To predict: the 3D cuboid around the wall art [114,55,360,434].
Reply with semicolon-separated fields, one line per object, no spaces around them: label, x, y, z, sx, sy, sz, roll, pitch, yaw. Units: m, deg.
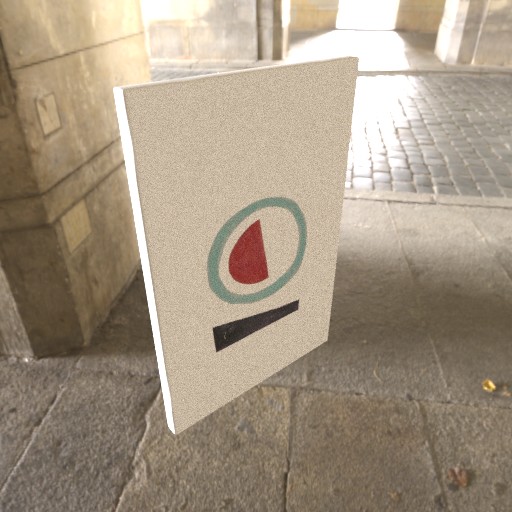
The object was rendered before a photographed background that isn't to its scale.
wall art;0.000;0.000;1.146;0.602;0.902;0.048;-23;39;-32
